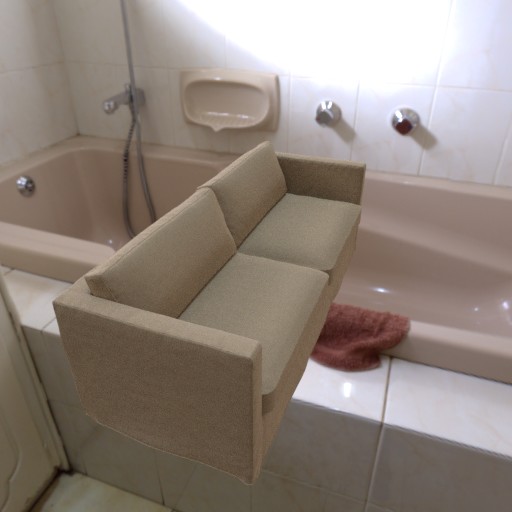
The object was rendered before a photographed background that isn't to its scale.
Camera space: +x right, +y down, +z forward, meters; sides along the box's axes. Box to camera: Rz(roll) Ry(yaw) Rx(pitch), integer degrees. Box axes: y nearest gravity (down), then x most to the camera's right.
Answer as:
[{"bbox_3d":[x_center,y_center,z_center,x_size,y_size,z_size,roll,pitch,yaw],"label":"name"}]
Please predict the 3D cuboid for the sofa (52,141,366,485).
[{"bbox_3d":[0.000,0.000,2.758,0.962,0.853,2.312,12,33,19],"label":"sofa"}]
